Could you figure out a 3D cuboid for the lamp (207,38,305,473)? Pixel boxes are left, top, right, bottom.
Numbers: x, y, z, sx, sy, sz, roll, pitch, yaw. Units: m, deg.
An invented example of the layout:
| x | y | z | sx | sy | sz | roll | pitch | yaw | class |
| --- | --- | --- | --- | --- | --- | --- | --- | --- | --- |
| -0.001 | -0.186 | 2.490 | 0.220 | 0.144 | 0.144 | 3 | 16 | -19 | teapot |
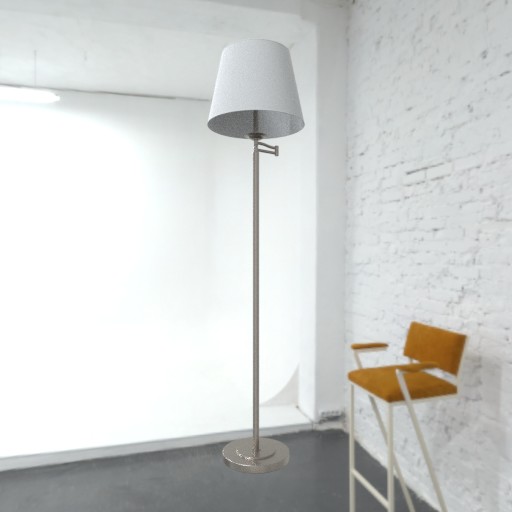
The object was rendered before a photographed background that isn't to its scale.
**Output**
| x | y | z | sx | sy | sz | roll | pitch | yaw | class |
| --- | --- | --- | --- | --- | --- | --- | --- | --- | --- |
| 0.000 | 0.000 | 1.624 | 0.355 | 1.473 | 0.355 | 0 | 0 | 0 | lamp |
